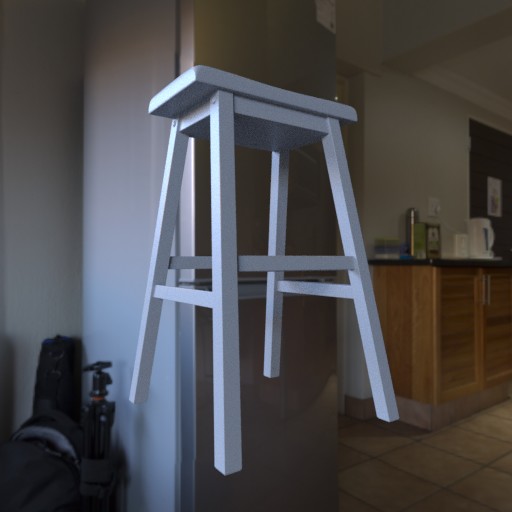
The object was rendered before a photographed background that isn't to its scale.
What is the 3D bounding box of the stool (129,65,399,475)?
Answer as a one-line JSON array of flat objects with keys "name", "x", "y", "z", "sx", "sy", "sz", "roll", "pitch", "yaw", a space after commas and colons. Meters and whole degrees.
[{"name": "stool", "x": 0.000, "y": 0.000, "z": 1.067, "sx": 0.457, "sy": 0.737, "sz": 0.476, "roll": 0, "pitch": 0, "yaw": -35}]
